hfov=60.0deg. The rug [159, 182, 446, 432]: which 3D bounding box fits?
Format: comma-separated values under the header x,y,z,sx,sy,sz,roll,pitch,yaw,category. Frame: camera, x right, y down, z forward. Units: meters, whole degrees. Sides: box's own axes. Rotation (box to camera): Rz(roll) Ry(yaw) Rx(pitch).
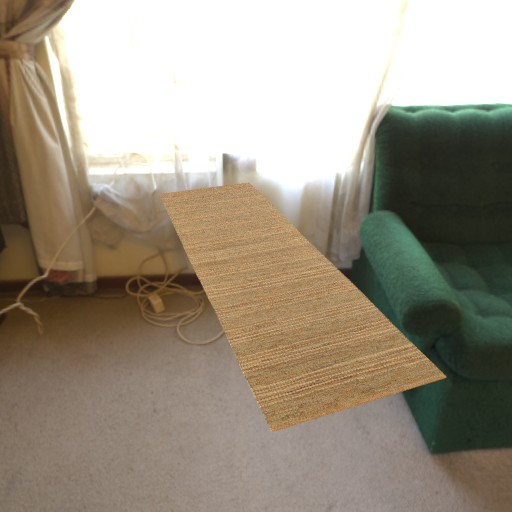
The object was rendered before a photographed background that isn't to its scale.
x,y,z,sx,sy,sz,roll,pitch,yaw,category
0.000,0.000,2.700,0.783,0.006,2.438,-10,31,-18,rug
